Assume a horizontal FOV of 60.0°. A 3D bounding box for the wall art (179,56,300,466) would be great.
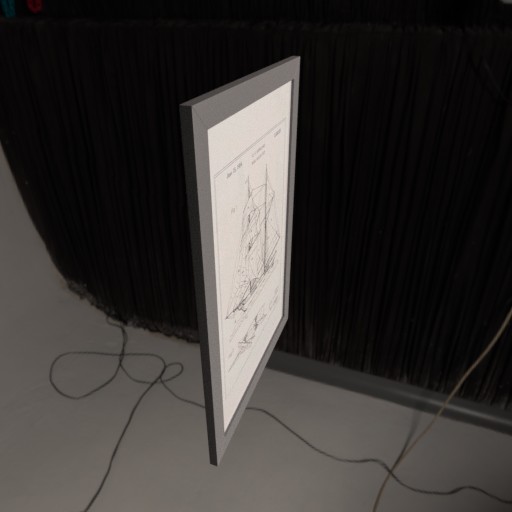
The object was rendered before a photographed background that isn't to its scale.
[{"bbox_3d":[0.000,0.000,0.694,0.013,0.534,0.380,11,32,17],"label":"wall art"}]
